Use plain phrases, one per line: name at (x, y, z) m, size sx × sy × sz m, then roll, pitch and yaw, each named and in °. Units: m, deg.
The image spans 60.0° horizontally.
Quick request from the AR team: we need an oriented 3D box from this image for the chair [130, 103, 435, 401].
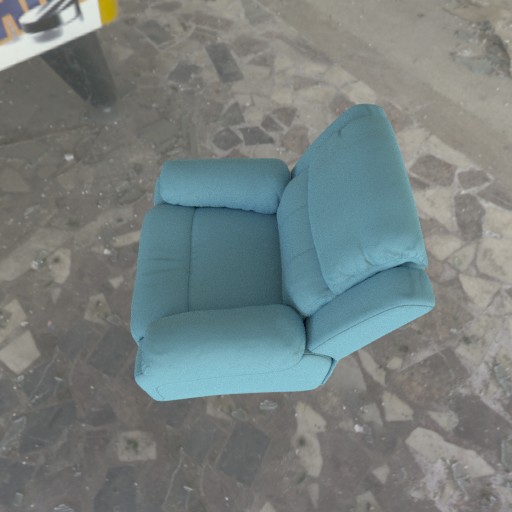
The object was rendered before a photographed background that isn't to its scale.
chair at (0.000, 0.000, 1.247) m, size 0.709 × 0.702 × 0.680 m, roll -2°, pitch 59°, yaw -1°
